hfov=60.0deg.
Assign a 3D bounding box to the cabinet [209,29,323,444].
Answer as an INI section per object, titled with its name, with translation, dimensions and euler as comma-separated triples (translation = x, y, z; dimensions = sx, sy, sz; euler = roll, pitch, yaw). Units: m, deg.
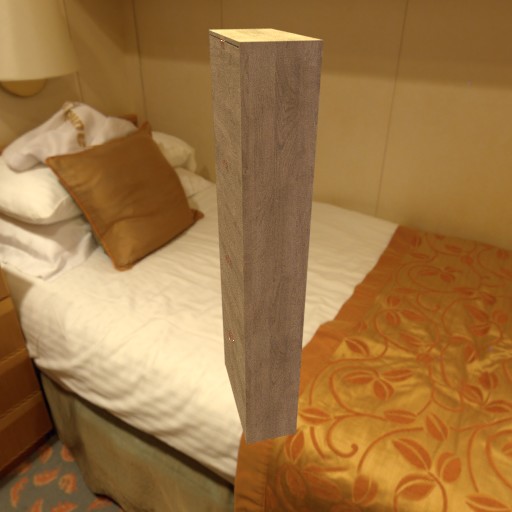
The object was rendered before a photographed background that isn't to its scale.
[cabinet]
translation = 0.000, 0.000, 1.817
dimensions = 0.250, 1.630, 0.520
euler = -7, 31, -12
